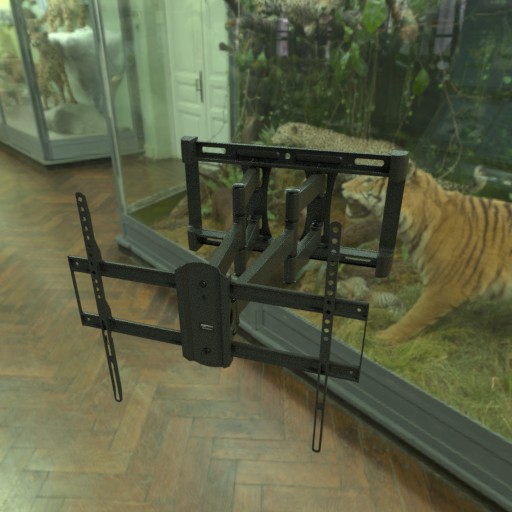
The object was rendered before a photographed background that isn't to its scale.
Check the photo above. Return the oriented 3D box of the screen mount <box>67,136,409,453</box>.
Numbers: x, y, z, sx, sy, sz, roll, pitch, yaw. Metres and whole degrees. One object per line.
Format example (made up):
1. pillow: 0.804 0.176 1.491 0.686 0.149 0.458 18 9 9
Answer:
1. screen mount: 0.000 0.000 0.943 0.571 0.424 0.556 8 28 15
